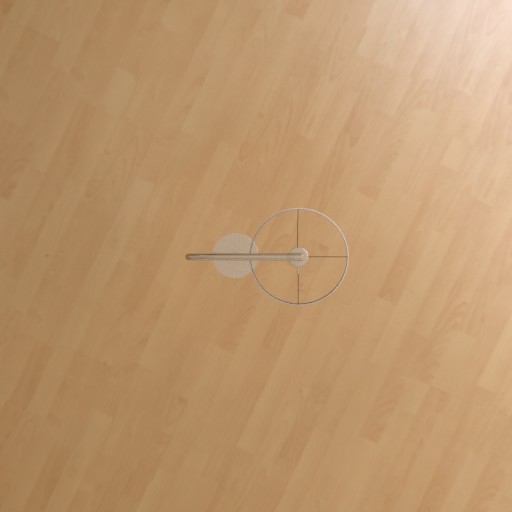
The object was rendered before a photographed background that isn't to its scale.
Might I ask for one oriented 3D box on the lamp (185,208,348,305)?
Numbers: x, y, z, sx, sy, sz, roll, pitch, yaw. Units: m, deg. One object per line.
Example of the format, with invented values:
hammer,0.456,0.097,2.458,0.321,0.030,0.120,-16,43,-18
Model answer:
lamp,0.000,0.000,1.639,0.508,1.478,0.254,0,90,2
